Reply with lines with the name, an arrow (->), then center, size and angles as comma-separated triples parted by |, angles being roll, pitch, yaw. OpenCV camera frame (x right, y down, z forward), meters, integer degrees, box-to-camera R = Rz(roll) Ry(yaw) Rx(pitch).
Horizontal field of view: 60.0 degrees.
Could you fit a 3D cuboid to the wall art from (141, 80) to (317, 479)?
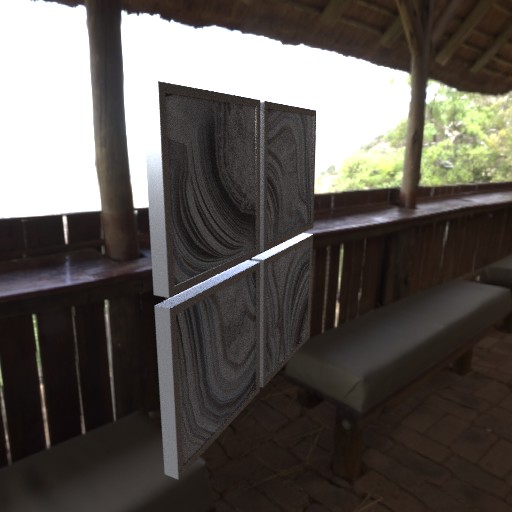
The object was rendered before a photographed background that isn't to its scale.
wall art -> 0.000, 0.000, 0.917 | 0.029, 0.611, 0.611 | 7, 16, 26
